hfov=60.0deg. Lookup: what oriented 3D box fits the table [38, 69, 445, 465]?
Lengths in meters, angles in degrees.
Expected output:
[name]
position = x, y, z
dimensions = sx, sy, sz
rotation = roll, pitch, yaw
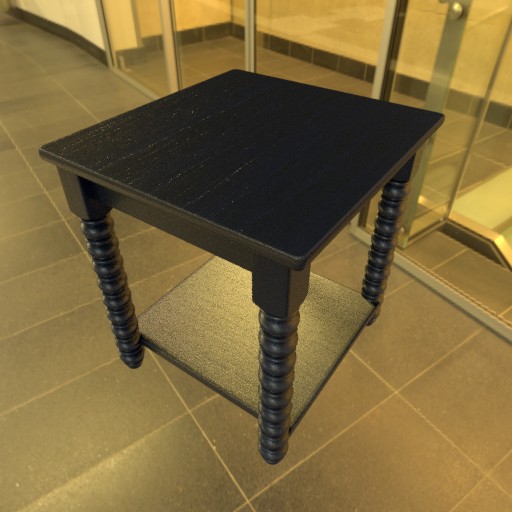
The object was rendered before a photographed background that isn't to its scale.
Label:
[table]
position = 0.000, 0.000, 0.950
dimensions = 0.500, 0.567, 0.533
rotation = 24, 45, 27
